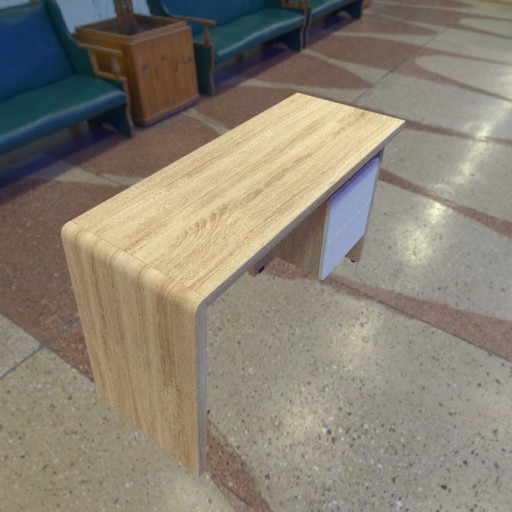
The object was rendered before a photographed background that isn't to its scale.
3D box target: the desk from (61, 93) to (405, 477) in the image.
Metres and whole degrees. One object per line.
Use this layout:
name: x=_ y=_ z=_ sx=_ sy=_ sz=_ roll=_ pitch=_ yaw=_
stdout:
desk: x=0.000 y=0.000 z=1.694 sx=0.500 sy=0.750 sz=1.300 roll=26 pitch=47 yaw=27
